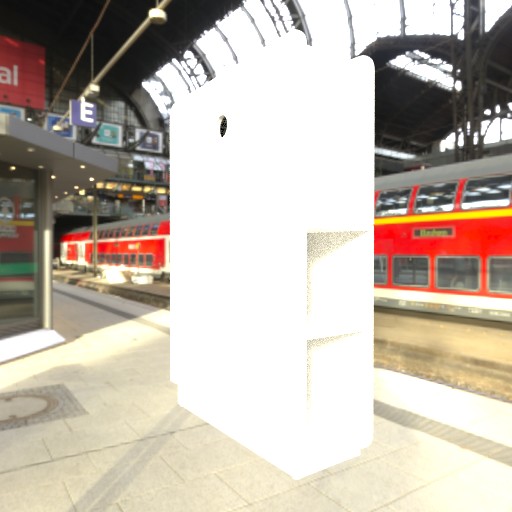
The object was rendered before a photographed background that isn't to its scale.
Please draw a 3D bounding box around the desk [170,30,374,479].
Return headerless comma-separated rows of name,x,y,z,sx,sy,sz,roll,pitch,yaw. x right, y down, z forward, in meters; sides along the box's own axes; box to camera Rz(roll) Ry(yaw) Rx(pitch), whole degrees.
desk,0.000,0.000,1.533,0.278,1.190,0.795,-1,1,-36
